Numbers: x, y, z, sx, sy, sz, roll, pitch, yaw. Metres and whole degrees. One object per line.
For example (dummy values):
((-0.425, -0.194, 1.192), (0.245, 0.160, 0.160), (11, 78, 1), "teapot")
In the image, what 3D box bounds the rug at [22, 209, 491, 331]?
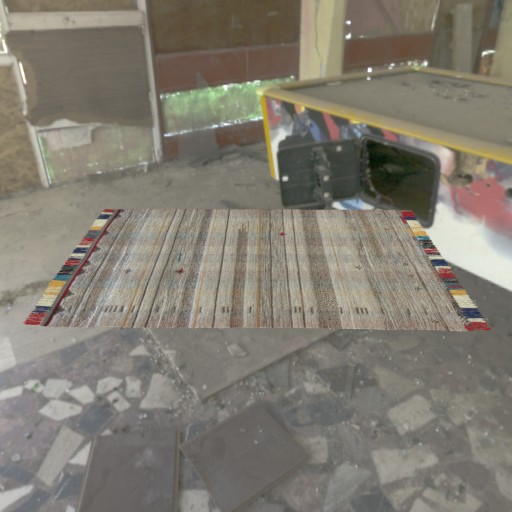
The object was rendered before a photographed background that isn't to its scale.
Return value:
((0.000, 0.000, 2.911), (2.465, 0.012, 1.465), (0, 31, 1), "rug")
